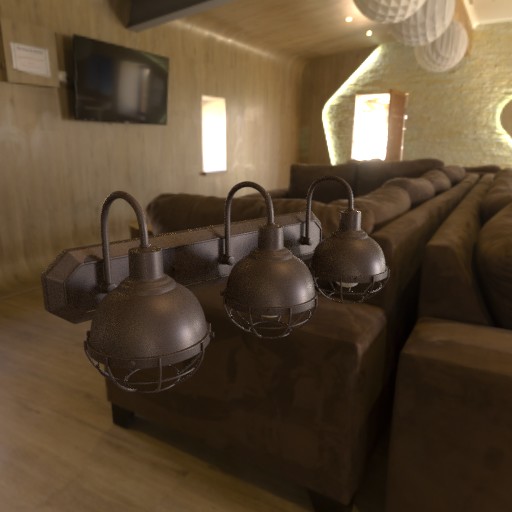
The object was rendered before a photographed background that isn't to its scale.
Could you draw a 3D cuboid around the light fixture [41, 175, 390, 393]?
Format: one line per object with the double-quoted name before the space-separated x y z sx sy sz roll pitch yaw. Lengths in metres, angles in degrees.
"light fixture" 0.000 0.000 0.767 0.229 0.254 0.634 13 19 43
